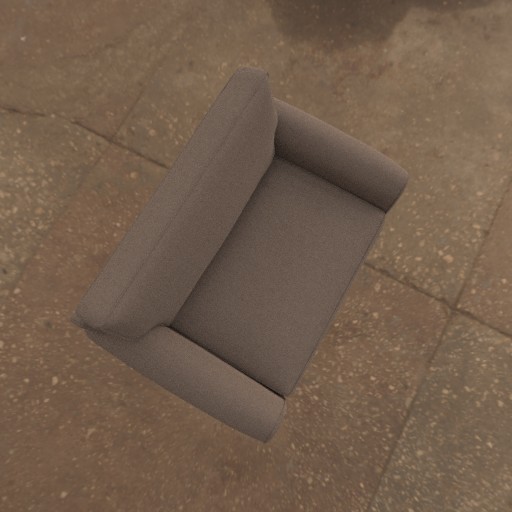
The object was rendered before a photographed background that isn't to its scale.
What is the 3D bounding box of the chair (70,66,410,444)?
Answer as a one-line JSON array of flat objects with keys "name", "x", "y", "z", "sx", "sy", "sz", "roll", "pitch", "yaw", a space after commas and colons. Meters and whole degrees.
[{"name": "chair", "x": 0.000, "y": 0.000, "z": 2.061, "sx": 0.930, "sy": 0.930, "sz": 1.390, "roll": 29, "pitch": 78, "yaw": 7}]
